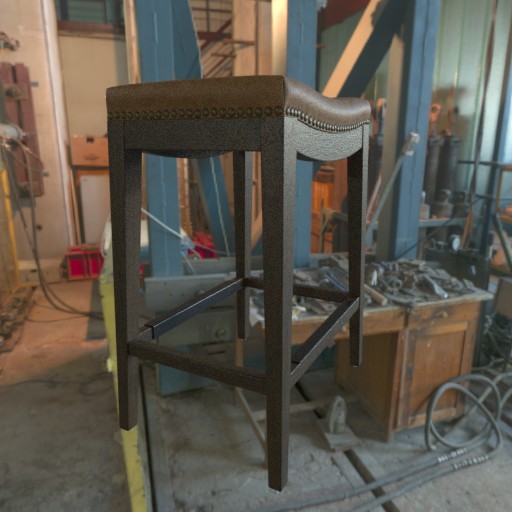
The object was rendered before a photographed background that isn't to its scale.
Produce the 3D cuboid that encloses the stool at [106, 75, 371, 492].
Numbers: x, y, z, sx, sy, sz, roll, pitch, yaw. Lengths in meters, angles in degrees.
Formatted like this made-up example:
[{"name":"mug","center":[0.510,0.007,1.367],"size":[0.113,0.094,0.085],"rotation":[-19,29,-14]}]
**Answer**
[{"name":"stool","center":[0.000,0.000,0.946],"size":[0.361,0.660,0.500],"rotation":[8,17,27]}]
